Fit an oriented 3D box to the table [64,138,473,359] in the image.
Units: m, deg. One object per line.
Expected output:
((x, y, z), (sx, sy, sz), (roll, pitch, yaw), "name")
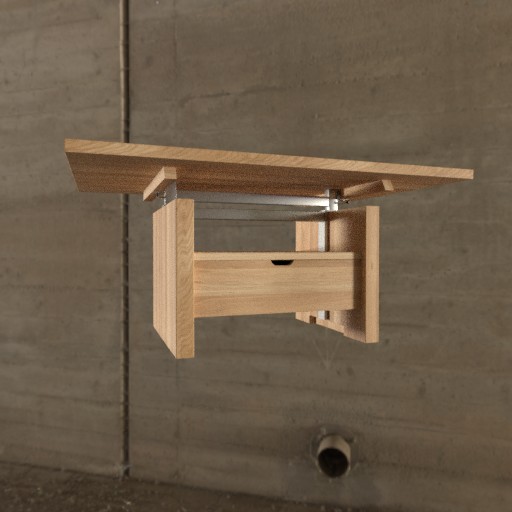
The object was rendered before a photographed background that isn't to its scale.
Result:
((0.000, 0.000, 1.445), (1.100, 0.510, 0.700), (0, 1, -20), "table")
